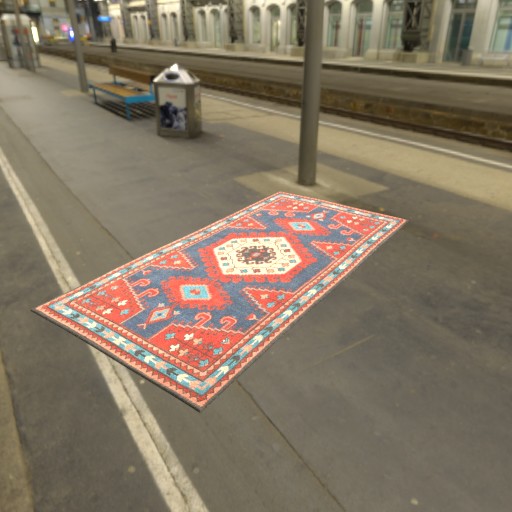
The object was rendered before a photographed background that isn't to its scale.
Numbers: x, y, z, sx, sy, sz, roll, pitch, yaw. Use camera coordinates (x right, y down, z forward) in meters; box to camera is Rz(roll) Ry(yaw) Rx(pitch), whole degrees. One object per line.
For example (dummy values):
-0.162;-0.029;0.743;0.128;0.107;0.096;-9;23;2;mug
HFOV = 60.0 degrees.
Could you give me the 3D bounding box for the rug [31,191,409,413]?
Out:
0.000;0.000;3.648;1.522;0.034;3.032;18;32;31;rug
